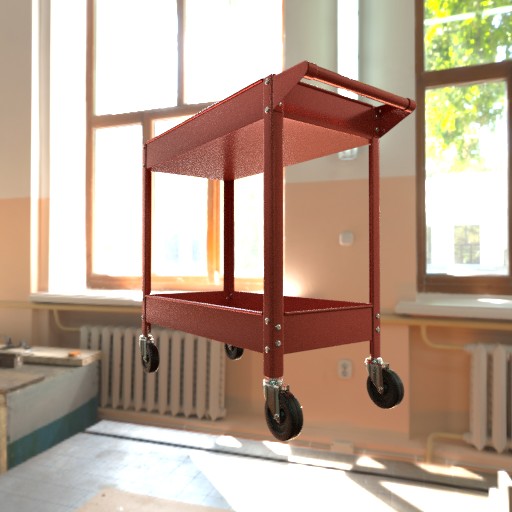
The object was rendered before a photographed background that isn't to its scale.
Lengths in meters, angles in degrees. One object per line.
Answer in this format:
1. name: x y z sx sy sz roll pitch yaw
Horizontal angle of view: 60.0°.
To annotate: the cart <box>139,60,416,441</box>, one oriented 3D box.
1. cart: 0.000 0.000 1.206 0.366 0.719 0.779 1 -1 -36
